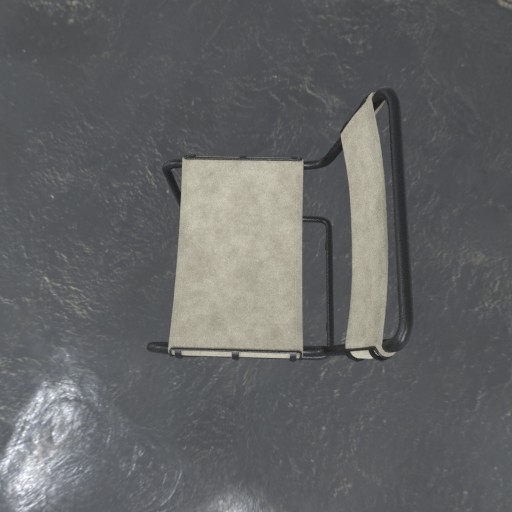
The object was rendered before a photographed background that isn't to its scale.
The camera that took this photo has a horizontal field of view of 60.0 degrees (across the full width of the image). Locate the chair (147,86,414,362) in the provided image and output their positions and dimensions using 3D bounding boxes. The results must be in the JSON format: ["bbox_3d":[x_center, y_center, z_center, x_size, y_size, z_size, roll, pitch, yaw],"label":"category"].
[{"bbox_3d":[0.000,0.000,1.081,0.497,0.747,0.499,2,76,0],"label":"chair"}]
